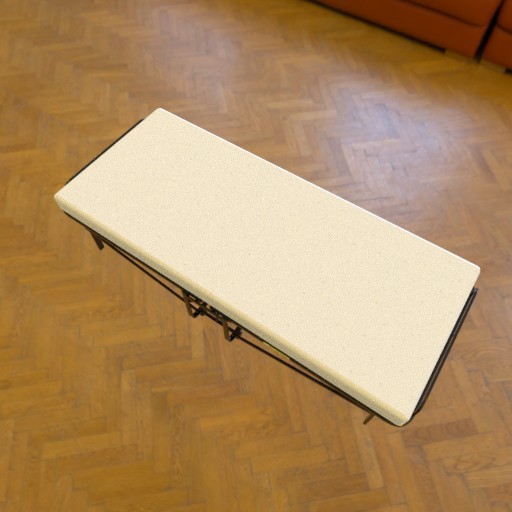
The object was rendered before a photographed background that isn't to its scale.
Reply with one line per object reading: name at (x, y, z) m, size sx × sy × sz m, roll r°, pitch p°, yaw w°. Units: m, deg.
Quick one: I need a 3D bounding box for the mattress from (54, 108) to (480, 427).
mattress at (0.000, 0.000, 2.502) m, size 2.153 × 0.519 × 0.922 m, roll 30°, pitch 63°, yaw 17°
